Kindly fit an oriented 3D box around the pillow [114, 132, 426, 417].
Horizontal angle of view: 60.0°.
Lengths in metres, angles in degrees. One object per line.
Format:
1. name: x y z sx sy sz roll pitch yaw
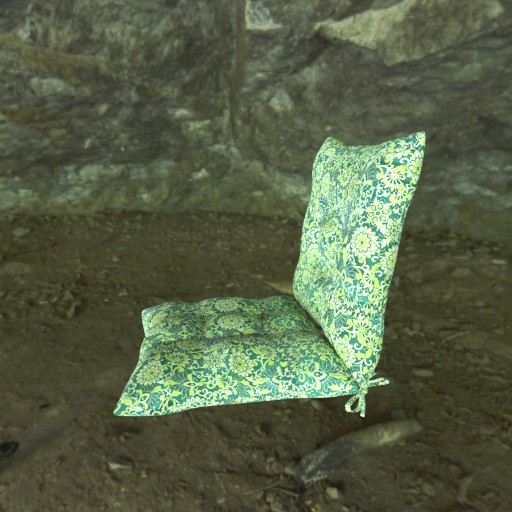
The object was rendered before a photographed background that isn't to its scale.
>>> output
1. pillow: 0.000 0.000 1.010 0.585 0.536 0.541 -2 15 -9
